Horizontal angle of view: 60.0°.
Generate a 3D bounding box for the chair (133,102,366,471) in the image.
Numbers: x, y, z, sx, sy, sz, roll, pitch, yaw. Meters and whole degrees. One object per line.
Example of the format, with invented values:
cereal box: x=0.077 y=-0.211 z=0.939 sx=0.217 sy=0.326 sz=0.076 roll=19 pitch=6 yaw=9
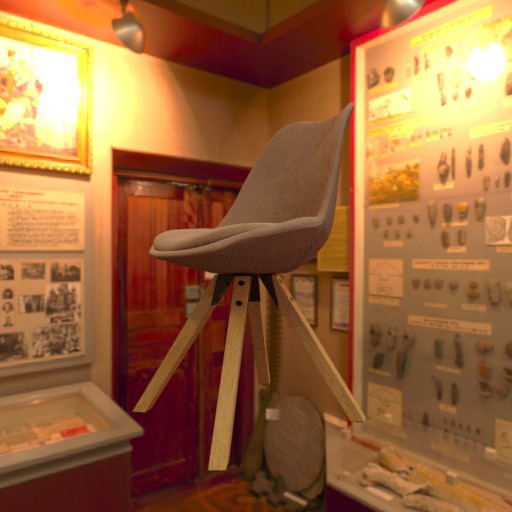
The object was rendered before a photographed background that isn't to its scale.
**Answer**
chair: x=0.000 y=0.000 z=1.188 sx=0.550 sy=0.850 sz=0.485 roll=0 pitch=1 yaw=-37
